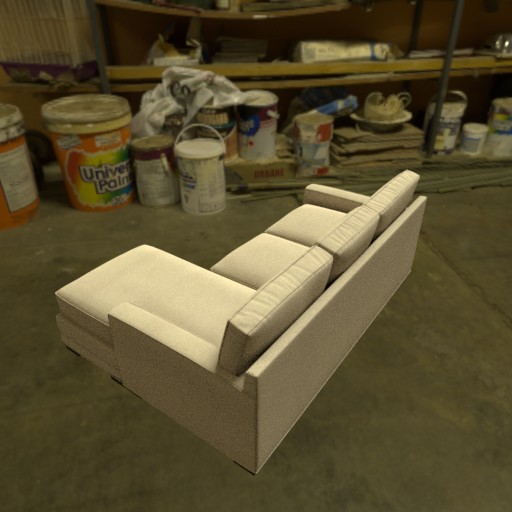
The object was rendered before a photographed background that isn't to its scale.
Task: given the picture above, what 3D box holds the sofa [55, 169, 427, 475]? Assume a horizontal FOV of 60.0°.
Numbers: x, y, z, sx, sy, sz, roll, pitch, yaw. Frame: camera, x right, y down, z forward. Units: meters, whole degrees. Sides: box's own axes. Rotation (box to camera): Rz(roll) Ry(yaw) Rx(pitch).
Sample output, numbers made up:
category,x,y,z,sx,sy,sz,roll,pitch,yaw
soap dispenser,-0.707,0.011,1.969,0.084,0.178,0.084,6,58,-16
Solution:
category,x,y,z,sx,sy,sz,roll,pitch,yaw
sofa,0.000,0.000,2.910,1.496,0.861,2.087,21,37,30
